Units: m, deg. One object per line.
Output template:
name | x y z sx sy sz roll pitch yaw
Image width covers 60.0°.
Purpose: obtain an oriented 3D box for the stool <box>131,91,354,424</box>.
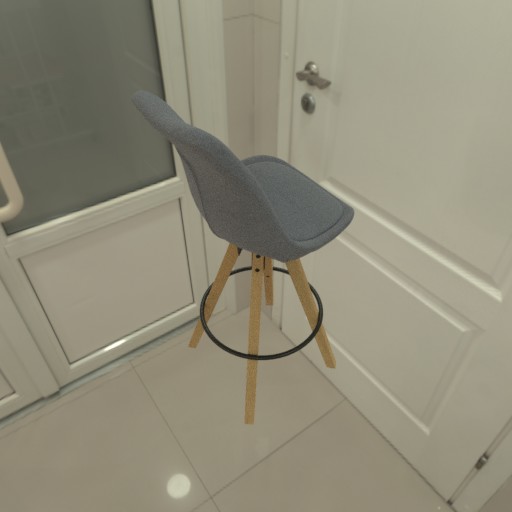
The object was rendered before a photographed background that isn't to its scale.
stool | 0.000 0.000 1.449 0.550 1.115 0.485 -26 48 -26
